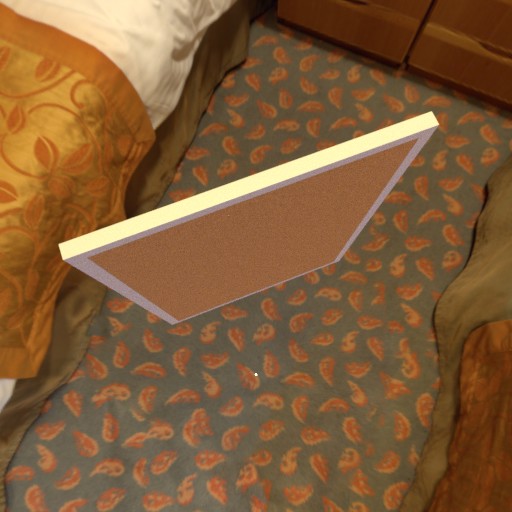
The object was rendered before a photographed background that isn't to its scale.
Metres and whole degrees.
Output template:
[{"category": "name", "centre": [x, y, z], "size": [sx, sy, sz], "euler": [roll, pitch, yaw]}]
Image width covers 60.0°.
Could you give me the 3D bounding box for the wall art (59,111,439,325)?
[{"category": "wall art", "centre": [0.000, 0.000, 0.544], "size": [0.303, 0.433, 0.013], "euler": [-21, 76, -5]}]
